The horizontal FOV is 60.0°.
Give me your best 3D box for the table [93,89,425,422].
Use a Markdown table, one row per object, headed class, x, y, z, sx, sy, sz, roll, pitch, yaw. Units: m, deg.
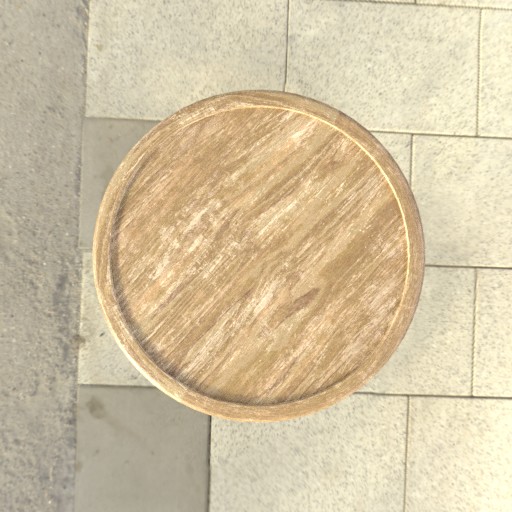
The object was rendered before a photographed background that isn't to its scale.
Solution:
| class | x | y | z | sx | sy | sz | roll | pitch | yaw |
| --- | --- | --- | --- | --- | --- | --- | --- | --- | --- |
| table | 0.000 | 0.000 | 0.773 | 0.407 | 0.482 | 0.407 | 0 | 90 | -1 |
